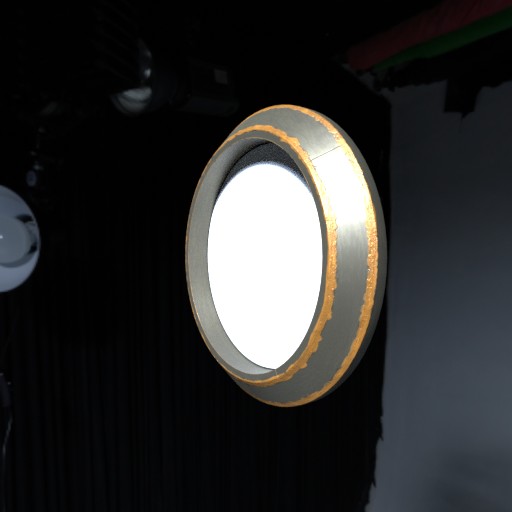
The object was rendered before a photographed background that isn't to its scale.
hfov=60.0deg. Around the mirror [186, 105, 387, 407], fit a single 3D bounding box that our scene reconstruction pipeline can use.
[{"bbox_3d":[0.000,0.000,1.370,0.111,0.907,0.907,0,1,-35],"label":"mirror"}]
